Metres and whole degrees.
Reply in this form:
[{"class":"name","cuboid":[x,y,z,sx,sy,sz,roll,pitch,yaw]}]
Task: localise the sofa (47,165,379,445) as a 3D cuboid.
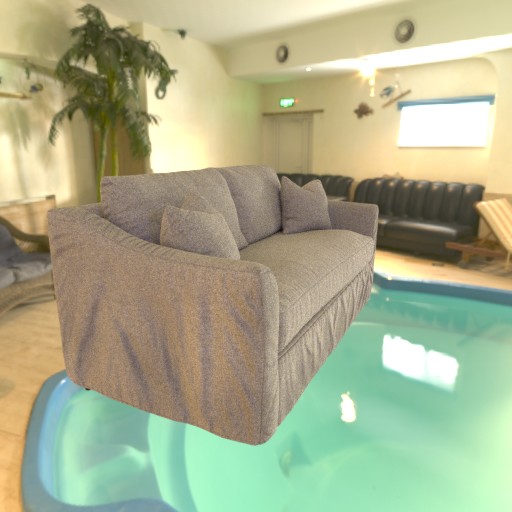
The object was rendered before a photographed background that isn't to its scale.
[{"class":"sofa","cuboid":[0.000,0.000,2.622,1.072,1.018,2.010,7,16,25]}]
